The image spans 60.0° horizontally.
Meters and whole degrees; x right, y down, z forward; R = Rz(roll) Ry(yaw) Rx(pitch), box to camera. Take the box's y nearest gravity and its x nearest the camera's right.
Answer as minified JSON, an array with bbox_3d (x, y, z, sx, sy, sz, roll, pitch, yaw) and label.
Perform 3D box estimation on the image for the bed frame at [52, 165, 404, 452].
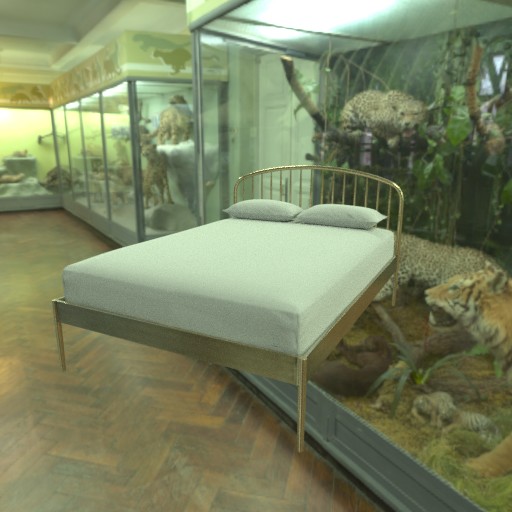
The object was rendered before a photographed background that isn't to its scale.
[{"bbox_3d":[0.000,0.000,3.149,1.612,1.175,2.152,7,16,27],"label":"bed frame"}]
